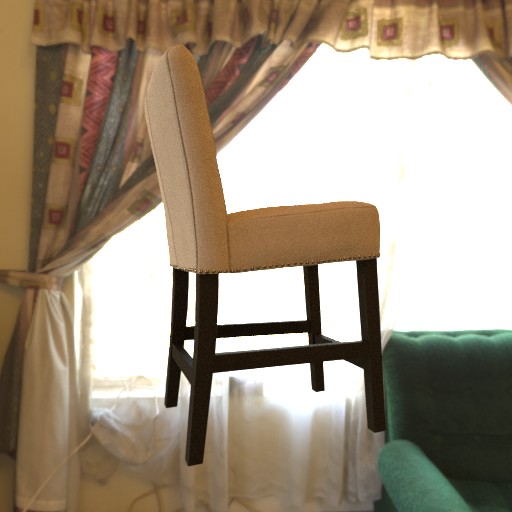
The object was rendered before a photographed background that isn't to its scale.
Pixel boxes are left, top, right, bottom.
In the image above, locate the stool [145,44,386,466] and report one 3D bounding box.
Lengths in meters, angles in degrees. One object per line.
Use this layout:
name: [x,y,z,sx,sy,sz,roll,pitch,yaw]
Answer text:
stool: [0.000,0.000,1.188,0.571,0.885,0.427,0,1,-19]
